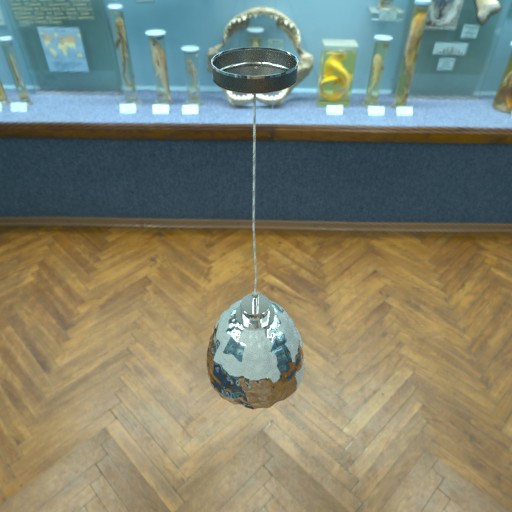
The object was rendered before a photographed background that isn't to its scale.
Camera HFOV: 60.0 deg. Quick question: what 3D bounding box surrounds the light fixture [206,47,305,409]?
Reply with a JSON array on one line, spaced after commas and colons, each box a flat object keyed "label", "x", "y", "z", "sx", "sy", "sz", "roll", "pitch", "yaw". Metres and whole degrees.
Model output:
[{"label": "light fixture", "x": 0.000, "y": 0.000, "z": 1.782, "sx": 0.500, "sy": 1.511, "sz": 0.496, "roll": 2, "pitch": 42, "yaw": 2}]
